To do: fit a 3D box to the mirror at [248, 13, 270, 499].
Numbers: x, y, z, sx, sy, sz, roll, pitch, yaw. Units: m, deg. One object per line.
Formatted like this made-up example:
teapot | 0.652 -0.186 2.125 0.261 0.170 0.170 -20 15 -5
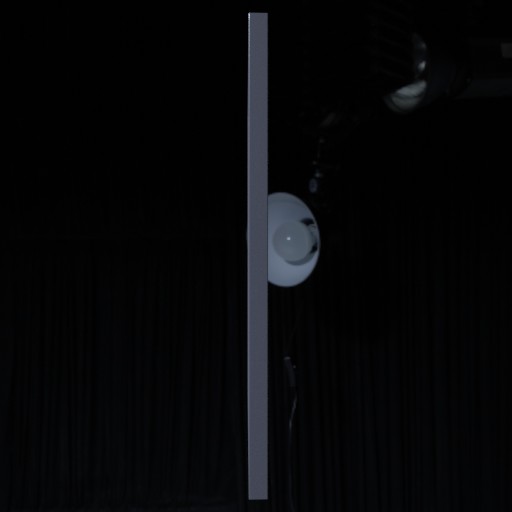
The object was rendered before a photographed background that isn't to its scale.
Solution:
mirror | 0.000 0.000 1.138 0.040 0.915 0.609 0 1 -1
